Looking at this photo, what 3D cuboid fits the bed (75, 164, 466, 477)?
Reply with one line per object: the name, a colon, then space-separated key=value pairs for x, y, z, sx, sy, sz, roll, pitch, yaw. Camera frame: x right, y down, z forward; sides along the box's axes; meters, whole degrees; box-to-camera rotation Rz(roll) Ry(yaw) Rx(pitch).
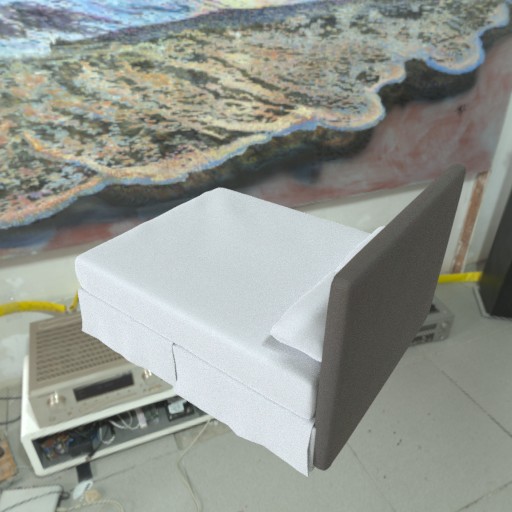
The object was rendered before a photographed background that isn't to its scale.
bed: x=0.000 y=0.000 z=3.131 sx=2.142 sy=1.330 sz=1.723 roll=22 pitch=38 yaw=31
